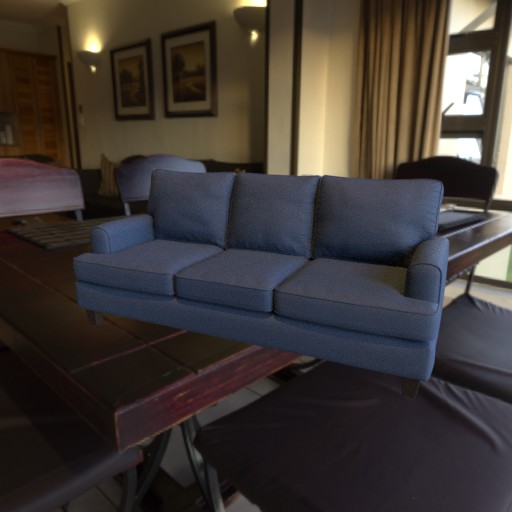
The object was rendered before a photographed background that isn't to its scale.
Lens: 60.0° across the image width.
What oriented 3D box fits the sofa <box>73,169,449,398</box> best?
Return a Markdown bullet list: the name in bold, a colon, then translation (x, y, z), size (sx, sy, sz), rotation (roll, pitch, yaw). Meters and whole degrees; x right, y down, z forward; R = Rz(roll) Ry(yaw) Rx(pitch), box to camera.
- **sofa**: translation (0.000, 0.000, 2.727), size (2.158, 0.965, 0.951), rotation (7, 16, 24)
